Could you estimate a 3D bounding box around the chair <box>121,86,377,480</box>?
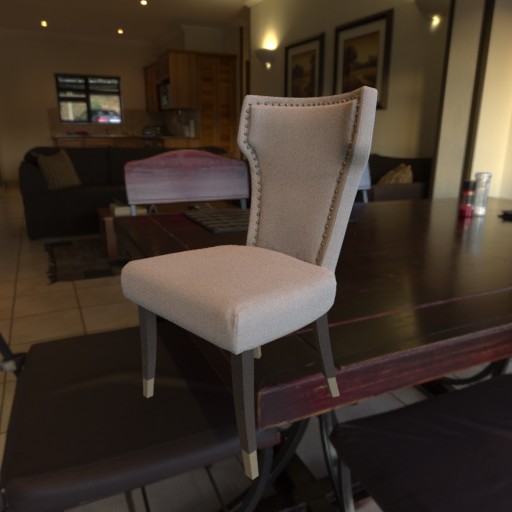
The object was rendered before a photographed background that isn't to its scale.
[{"bbox_3d":[0.000,0.000,1.326,0.630,0.950,0.526,-15,21,-42],"label":"chair"}]
